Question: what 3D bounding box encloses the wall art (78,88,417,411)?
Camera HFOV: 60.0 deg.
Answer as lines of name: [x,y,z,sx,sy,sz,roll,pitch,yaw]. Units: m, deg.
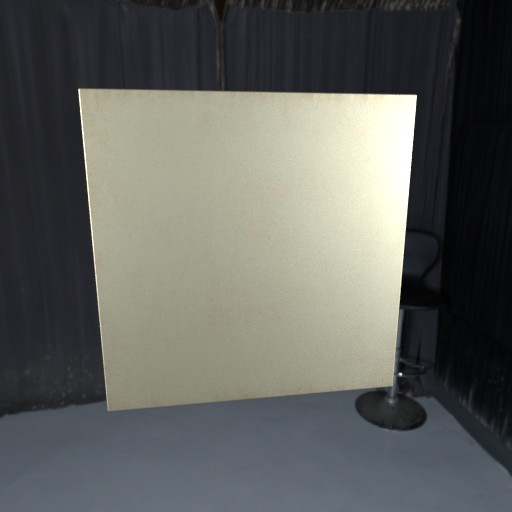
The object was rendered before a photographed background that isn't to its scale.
wall art: [0.000,0.000,0.727,0.503,0.506,0.030,-2,14,-9]
